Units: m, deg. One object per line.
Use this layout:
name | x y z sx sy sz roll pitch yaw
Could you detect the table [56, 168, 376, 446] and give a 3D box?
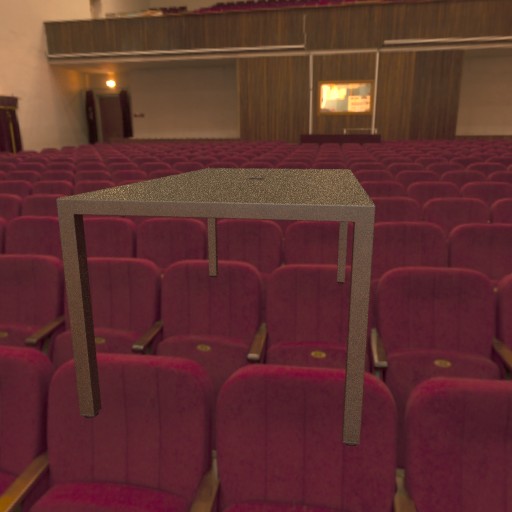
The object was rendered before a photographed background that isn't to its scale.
table | 0.000 0.000 2.122 0.914 0.735 1.680 2 14 9
